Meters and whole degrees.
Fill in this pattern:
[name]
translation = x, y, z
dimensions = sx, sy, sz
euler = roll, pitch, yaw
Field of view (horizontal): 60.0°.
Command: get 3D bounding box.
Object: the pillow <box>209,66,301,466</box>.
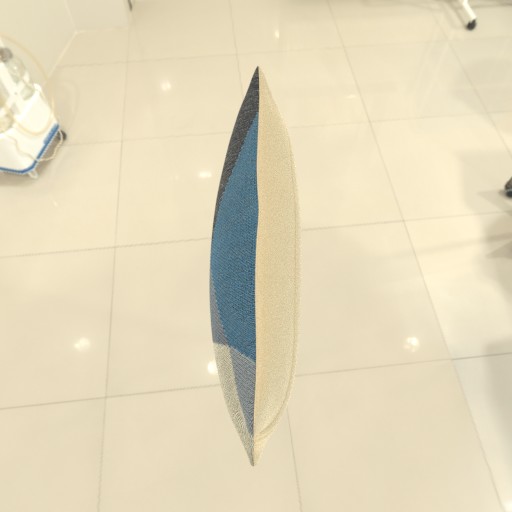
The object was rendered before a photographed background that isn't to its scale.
[pillow]
translation = 0.000, 0.000, 0.734
dimensions = 0.148, 0.307, 0.604
euler = 1, 59, 0
